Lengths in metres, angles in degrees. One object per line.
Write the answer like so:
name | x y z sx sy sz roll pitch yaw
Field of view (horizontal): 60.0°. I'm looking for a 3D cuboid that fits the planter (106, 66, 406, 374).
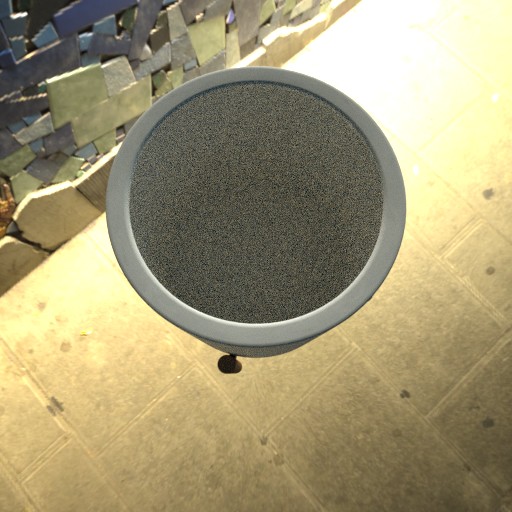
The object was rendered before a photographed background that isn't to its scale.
planter | 0.000 0.000 0.938 0.417 0.670 0.417 -27 77 -7
